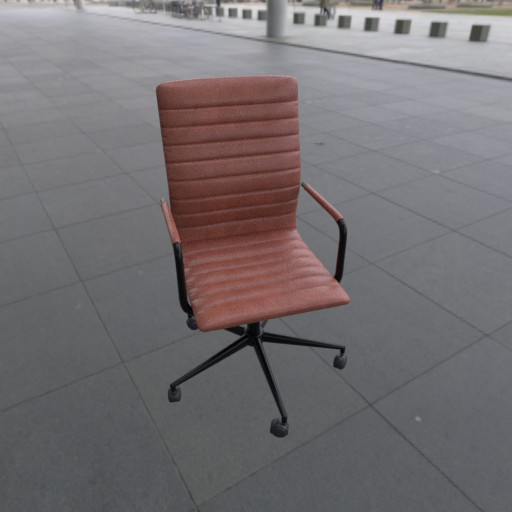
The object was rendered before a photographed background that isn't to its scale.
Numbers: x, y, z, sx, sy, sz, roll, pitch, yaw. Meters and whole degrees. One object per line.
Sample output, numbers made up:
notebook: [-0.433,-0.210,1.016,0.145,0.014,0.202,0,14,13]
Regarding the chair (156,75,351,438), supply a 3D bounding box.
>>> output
chair: [0.000,0.000,1.265,0.600,0.878,0.578,-9,32,-15]
